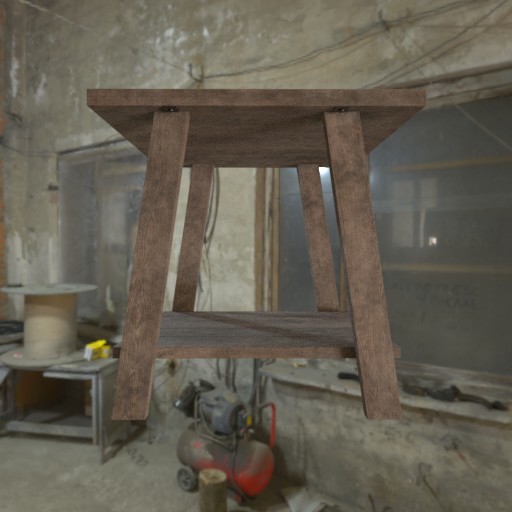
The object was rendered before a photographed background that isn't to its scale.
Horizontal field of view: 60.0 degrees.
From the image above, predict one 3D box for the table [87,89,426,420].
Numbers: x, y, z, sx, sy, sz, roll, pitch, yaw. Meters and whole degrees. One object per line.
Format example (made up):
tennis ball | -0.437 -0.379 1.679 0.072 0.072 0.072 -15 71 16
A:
table | 0.000 0.000 1.104 0.610 0.610 0.610 0 1 0
